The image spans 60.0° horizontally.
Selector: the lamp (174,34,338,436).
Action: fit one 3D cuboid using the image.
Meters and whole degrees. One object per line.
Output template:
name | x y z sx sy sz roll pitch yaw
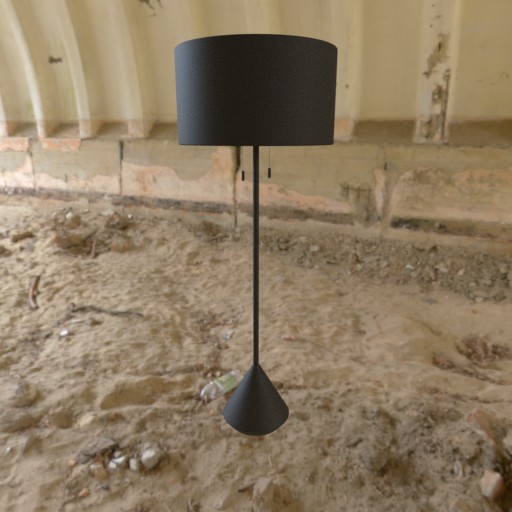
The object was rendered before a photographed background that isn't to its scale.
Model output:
lamp | 0.000 0.000 1.794 0.580 1.526 0.580 -2 15 -9
